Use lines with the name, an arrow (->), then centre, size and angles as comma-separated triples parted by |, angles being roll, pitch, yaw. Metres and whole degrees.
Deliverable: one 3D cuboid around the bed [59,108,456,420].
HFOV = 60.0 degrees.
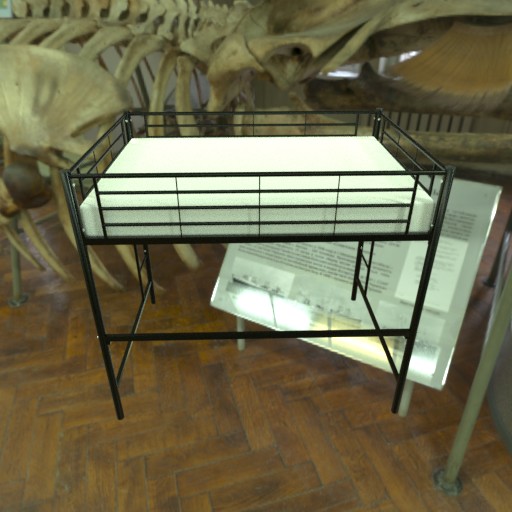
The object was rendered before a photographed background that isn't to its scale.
bed -> 0.000, 0.000, 3.255 | 1.994, 1.803, 1.397 | -1, 30, -1
